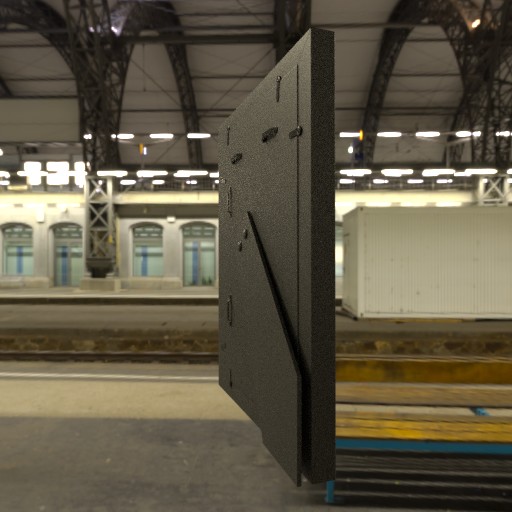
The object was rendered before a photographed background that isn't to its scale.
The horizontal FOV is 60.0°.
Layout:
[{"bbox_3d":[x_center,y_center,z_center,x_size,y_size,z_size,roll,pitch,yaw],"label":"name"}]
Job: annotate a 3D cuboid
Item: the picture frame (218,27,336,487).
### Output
[{"bbox_3d":[0.000,0.000,0.517,0.036,0.383,0.307,0,0,-19],"label":"picture frame"}]
